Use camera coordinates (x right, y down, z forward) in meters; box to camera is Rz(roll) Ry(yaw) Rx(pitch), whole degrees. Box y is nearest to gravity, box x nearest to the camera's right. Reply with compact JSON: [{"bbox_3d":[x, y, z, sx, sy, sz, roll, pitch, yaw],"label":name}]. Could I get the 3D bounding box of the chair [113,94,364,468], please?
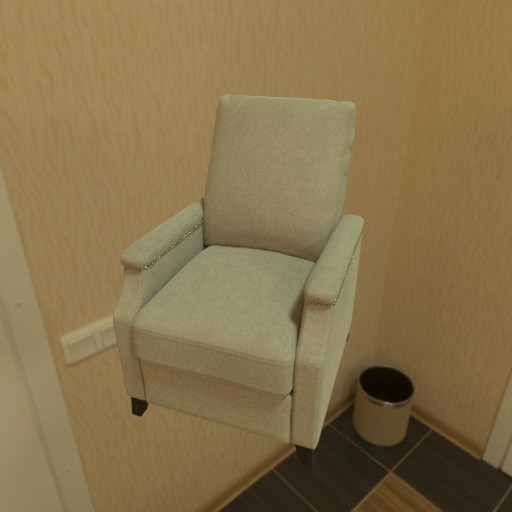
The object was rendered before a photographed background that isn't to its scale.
[{"bbox_3d":[0.000,0.000,1.659,0.710,1.049,0.922,9,29,17],"label":"chair"}]
